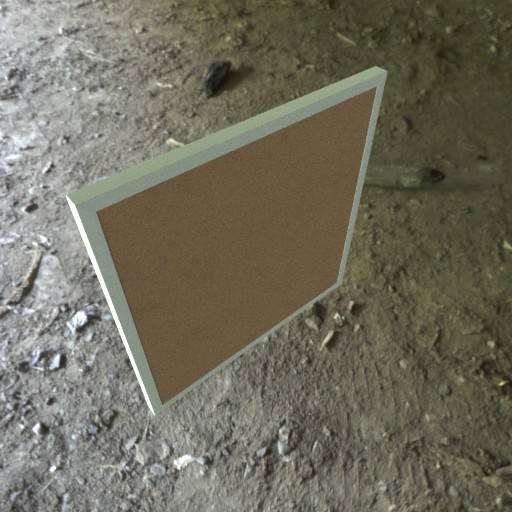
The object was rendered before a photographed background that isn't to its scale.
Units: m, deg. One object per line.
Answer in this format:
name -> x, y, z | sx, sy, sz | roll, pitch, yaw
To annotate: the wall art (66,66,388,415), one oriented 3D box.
wall art -> 0.000, 0.000, 1.142 | 0.760, 0.760, 0.036 | -31, 54, -26
